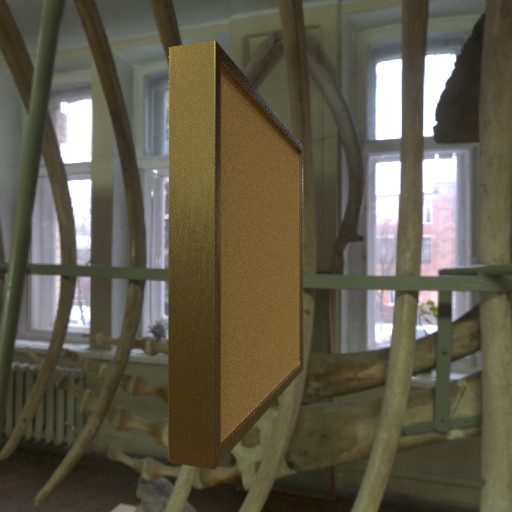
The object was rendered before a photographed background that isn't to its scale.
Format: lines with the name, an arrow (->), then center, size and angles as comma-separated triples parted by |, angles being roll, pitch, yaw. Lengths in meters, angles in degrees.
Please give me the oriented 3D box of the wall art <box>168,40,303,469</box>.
wall art -> 0.000, 0.000, 0.464 | 0.037, 0.305, 0.305 | 0, -1, 18
